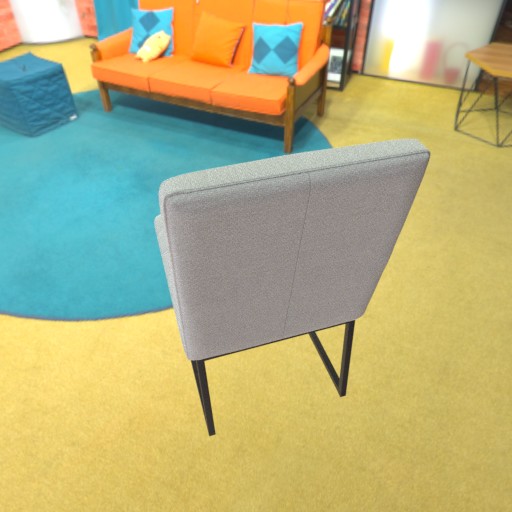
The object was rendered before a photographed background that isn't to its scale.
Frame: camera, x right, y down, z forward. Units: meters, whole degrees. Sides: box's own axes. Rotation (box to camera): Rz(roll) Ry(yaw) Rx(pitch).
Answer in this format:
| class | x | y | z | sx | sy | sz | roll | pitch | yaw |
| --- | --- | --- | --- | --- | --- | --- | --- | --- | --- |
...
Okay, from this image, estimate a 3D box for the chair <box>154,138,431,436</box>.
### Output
| class | x | y | z | sx | sy | sz | roll | pitch | yaw |
| --- | --- | --- | --- | --- | --- | --- | --- | --- | --- |
| chair | 0.000 | 0.000 | 1.286 | 0.520 | 0.930 | 0.634 | -12 | 43 | -13 |
